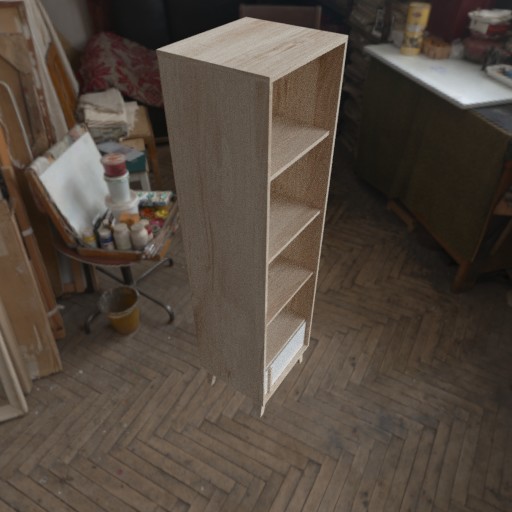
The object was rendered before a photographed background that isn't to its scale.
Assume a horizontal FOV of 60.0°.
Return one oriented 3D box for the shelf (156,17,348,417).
[{"bbox_3d":[0.000,0.000,2.172,0.450,1.960,0.510,25,47,25],"label":"shelf"}]
